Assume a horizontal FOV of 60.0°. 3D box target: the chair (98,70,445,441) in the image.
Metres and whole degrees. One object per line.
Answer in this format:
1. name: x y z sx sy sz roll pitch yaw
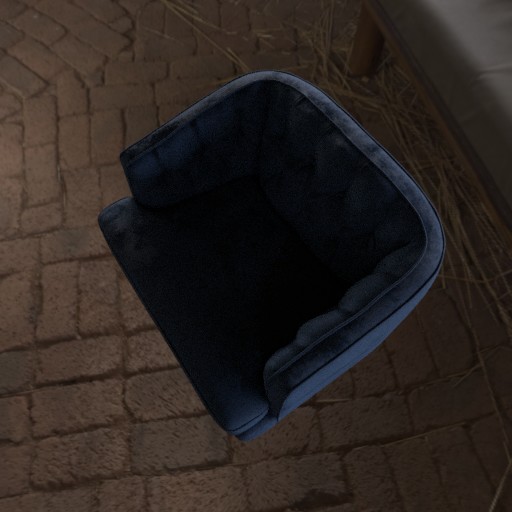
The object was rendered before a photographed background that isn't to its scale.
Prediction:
1. chair: 0.000 0.000 1.766 0.940 0.852 1.094 -31 68 -14
